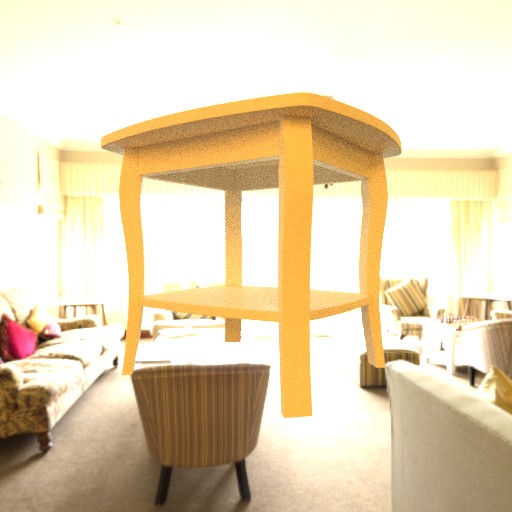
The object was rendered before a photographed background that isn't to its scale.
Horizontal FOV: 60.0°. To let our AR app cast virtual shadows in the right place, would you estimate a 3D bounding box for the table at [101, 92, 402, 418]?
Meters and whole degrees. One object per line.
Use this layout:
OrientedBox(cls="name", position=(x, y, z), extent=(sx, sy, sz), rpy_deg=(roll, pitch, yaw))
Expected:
OrientedBox(cls="table", position=(0.000, 0.000, 0.856), extent=(0.502, 0.438, 0.451), rpy_deg=(1, 2, 35))
